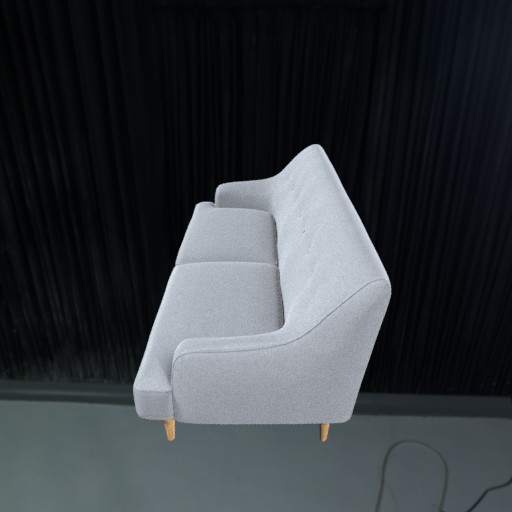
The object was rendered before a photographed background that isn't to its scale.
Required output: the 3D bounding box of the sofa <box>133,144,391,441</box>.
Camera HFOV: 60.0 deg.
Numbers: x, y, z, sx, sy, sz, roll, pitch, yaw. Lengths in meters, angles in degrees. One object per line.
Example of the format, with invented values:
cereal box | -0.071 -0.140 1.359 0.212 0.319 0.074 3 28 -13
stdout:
sofa | 0.000 0.000 2.598 0.978 0.871 2.057 0 28 0
